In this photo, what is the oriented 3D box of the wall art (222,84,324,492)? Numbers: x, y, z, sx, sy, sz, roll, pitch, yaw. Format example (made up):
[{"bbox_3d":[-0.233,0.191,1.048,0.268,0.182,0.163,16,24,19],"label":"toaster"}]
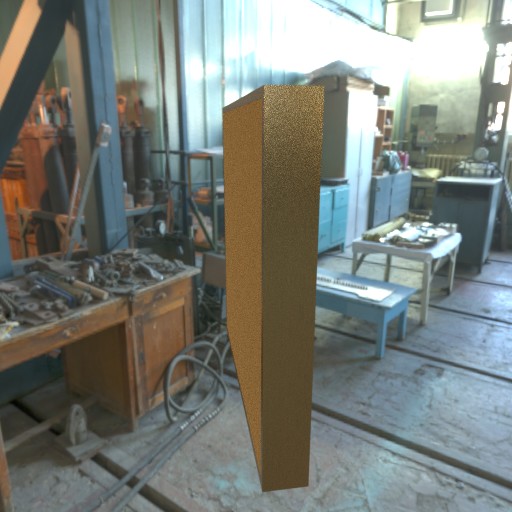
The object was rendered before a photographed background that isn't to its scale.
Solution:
[{"bbox_3d":[0.000,0.000,0.459,0.038,0.304,0.304,-2,16,-9],"label":"wall art"}]
